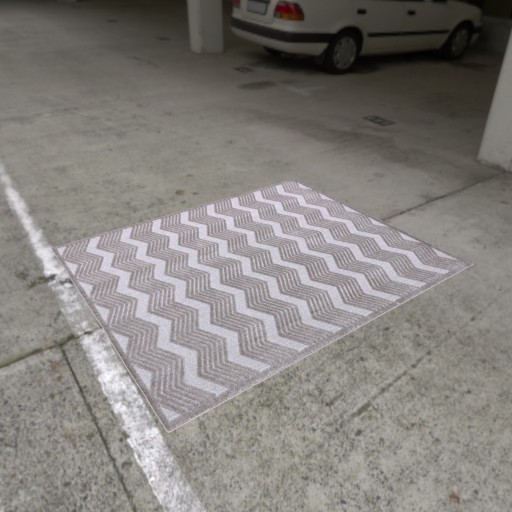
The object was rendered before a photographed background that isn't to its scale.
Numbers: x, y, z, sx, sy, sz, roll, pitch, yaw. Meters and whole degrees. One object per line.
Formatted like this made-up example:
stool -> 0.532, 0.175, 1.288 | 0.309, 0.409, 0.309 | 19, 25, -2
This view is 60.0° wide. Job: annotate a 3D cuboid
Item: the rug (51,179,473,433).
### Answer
rug -> 0.000, 0.000, 3.915 | 2.880, 0.005, 2.391 | -21, 37, -30
